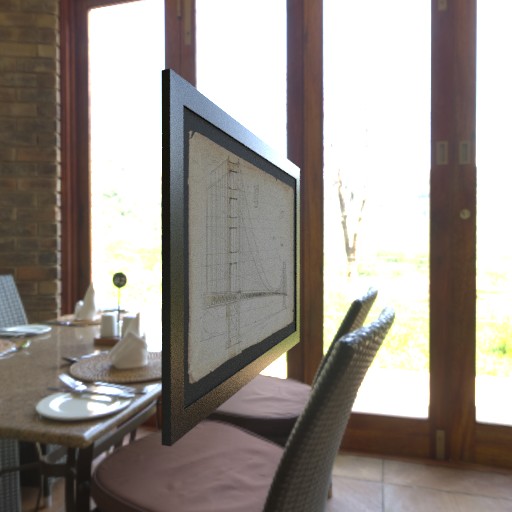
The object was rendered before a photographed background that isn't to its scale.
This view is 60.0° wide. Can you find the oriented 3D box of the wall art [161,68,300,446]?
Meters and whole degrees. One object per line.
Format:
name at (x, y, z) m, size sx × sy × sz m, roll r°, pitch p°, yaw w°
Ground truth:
wall art at (0.000, 0.000, 0.838) m, size 0.013 × 0.447 × 0.660 m, roll 0°, pitch 0°, yaw 19°
